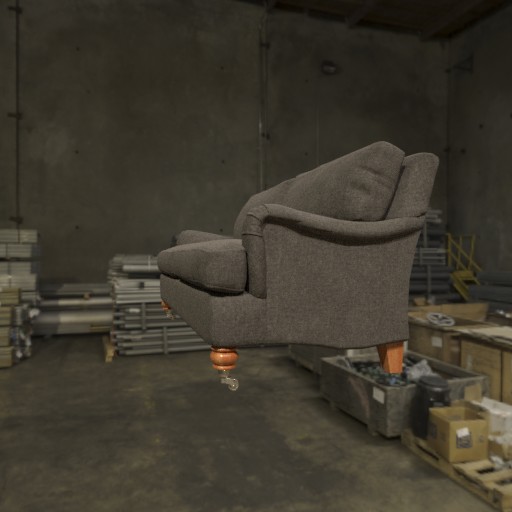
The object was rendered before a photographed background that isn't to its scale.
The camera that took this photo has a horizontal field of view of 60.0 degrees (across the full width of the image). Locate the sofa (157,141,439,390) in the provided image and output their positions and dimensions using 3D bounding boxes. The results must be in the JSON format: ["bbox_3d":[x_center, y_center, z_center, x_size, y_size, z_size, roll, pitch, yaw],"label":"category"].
[{"bbox_3d":[0.000,0.000,2.826,1.087,1.054,2.160,0,0,-17],"label":"sofa"}]
